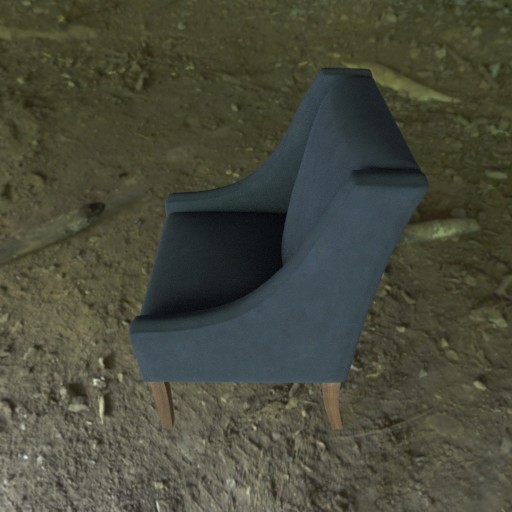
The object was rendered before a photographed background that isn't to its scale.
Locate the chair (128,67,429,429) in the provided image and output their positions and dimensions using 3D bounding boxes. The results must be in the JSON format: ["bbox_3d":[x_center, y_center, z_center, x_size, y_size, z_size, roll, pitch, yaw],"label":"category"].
[{"bbox_3d":[0.000,0.000,1.299,0.629,0.895,0.629,0,42,0],"label":"chair"}]
